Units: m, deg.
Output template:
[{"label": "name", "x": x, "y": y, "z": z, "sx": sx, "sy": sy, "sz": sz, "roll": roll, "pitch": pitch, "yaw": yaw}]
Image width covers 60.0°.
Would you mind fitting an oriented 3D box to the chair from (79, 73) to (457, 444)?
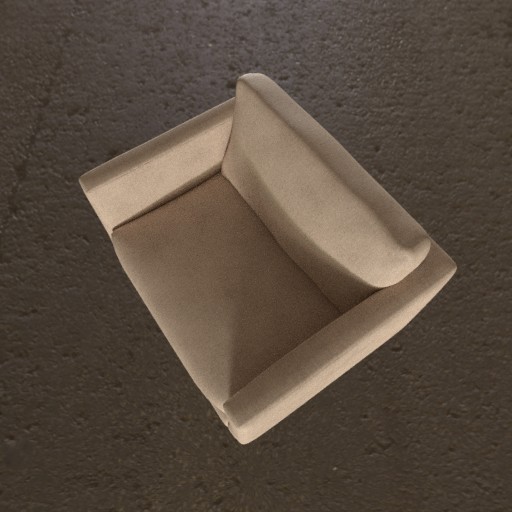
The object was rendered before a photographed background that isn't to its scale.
[{"label": "chair", "x": 0.000, "y": 0.000, "z": 1.844, "sx": 0.959, "sy": 0.961, "sz": 1.133, "roll": -32, "pitch": 68, "yaw": -15}]
